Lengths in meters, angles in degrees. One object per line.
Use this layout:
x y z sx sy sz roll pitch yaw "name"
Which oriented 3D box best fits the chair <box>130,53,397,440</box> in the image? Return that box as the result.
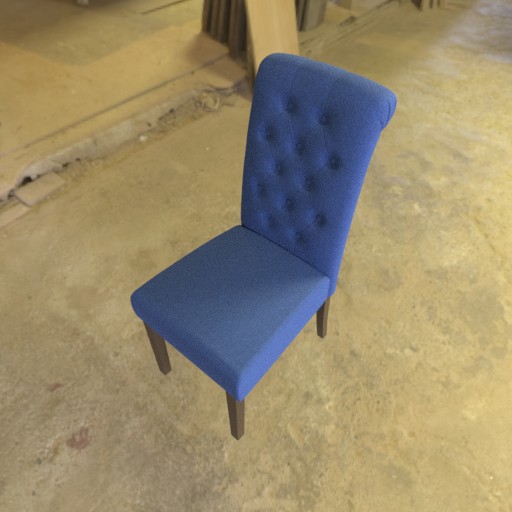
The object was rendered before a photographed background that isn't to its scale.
0.000 0.000 1.384 0.456 1.006 0.671 32 54 27 "chair"
